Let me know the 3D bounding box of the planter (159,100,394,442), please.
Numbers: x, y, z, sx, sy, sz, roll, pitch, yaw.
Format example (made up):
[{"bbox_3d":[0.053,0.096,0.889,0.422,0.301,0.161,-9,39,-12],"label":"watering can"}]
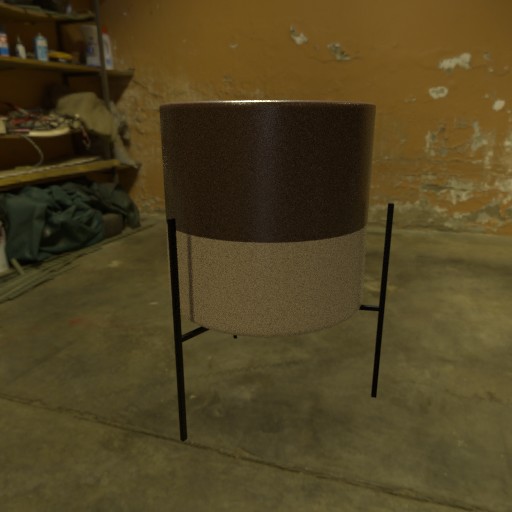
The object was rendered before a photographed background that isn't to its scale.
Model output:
[{"bbox_3d":[0.000,0.000,0.545,0.250,0.353,0.260,-8,19,-25],"label":"planter"}]
